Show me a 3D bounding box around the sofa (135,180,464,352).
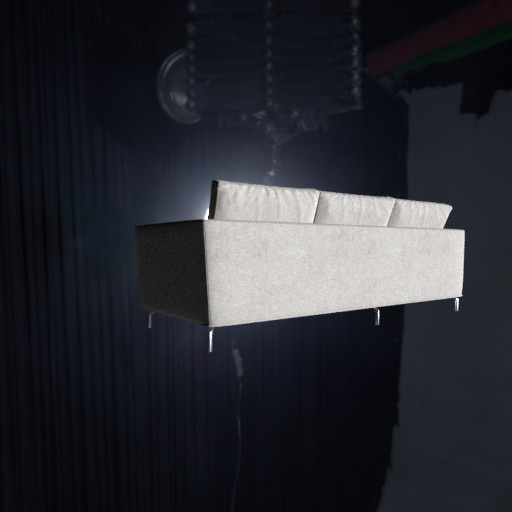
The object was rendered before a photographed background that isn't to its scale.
[{"bbox_3d":[0.000,0.000,3.793,2.438,0.864,2.438,-1,2,-36],"label":"sofa"}]
